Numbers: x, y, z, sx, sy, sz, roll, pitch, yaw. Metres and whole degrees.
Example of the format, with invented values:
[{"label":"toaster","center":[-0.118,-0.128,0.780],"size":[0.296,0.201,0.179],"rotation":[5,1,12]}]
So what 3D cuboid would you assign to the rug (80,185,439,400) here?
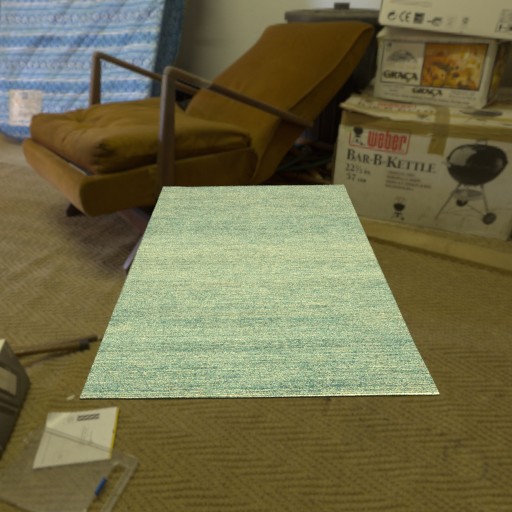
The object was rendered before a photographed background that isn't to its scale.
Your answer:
[{"label":"rug","center":[0.000,0.000,5.139],"size":[2.802,0.052,4.078],"rotation":[0,32,-1]}]
